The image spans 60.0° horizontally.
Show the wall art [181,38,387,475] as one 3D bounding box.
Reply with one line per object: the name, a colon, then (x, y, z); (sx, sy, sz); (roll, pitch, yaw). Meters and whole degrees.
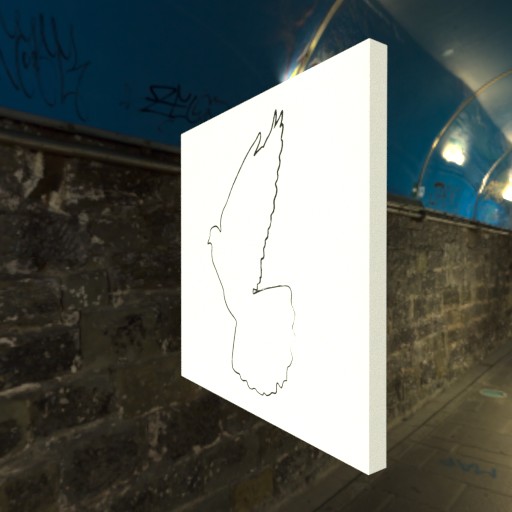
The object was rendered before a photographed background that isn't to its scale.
wall art: (0.000, 0.000, 0.880); (0.038, 0.610, 0.610); (0, 1, -35)
